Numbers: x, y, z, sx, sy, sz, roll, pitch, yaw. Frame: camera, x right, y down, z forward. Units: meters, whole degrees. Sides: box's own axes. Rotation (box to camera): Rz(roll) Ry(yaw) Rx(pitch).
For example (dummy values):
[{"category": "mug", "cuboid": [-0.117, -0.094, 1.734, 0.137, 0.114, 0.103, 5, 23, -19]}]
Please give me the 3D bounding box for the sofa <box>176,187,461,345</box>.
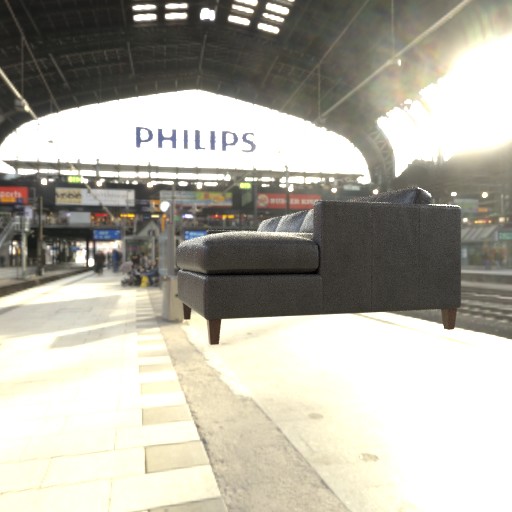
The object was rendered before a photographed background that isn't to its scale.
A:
[{"category": "sofa", "cuboid": [0.000, 0.000, 3.930, 1.581, 0.883, 3.203, 0, 0, -17]}]
